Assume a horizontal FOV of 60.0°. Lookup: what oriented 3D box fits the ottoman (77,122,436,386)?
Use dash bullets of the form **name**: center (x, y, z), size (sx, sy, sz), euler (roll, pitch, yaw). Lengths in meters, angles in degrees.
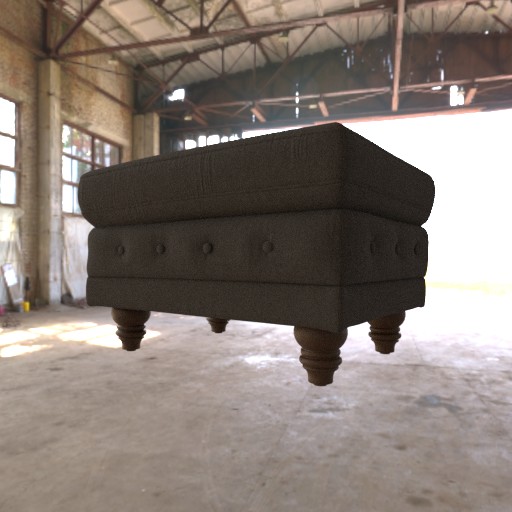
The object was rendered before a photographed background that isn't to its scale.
- **ottoman**: center (0.000, 0.000, 1.159), size (0.771, 0.500, 0.569), euler (0, -1, 36)
